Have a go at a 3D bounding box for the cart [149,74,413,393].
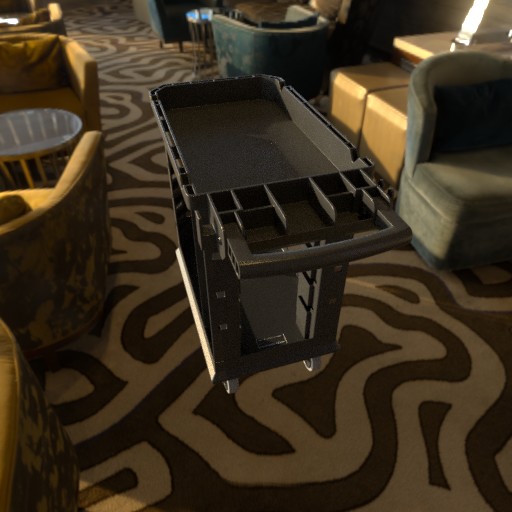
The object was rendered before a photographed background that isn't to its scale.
[{"bbox_3d":[0.000,0.000,1.553,0.497,0.884,1.061,-11,41,-13],"label":"cart"}]
